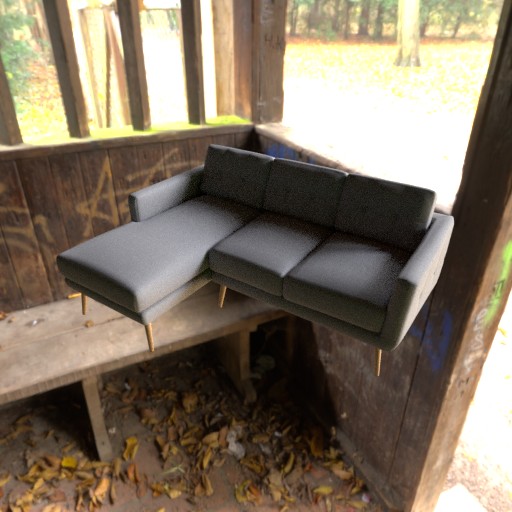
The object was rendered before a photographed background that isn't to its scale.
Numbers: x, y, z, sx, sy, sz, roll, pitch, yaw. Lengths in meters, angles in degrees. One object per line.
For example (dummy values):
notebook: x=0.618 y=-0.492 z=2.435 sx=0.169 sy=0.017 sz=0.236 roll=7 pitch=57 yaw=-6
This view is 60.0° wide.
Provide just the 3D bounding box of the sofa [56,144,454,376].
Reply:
sofa: x=0.000 y=0.000 z=2.816 sx=2.040 sy=0.860 sz=1.530 roll=19 pitch=35 yaw=30
